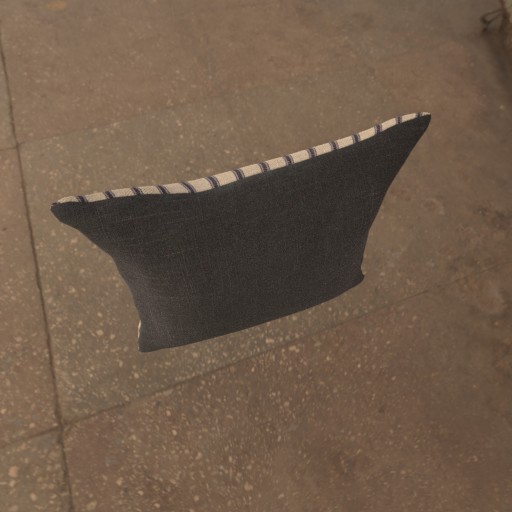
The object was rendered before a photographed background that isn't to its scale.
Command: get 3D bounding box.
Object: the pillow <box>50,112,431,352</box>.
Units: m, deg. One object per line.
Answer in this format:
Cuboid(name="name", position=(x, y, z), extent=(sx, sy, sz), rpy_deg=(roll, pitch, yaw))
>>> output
Cuboid(name="pillow", position=(0.000, 0.000, 0.695), extent=(0.468, 0.444, 0.138), rpy_deg=(-16, 59, -10))
